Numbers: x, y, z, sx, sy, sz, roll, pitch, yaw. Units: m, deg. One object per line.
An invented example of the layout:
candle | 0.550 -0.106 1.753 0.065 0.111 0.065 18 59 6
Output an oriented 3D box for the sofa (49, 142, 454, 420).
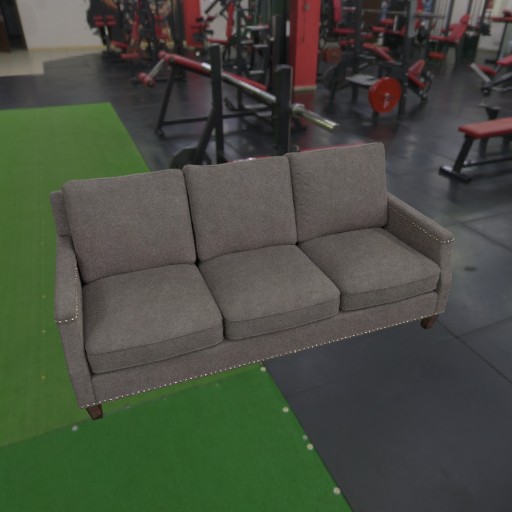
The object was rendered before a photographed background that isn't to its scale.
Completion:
sofa | 0.000 0.000 2.700 2.226 1.042 1.034 -11 33 -17
